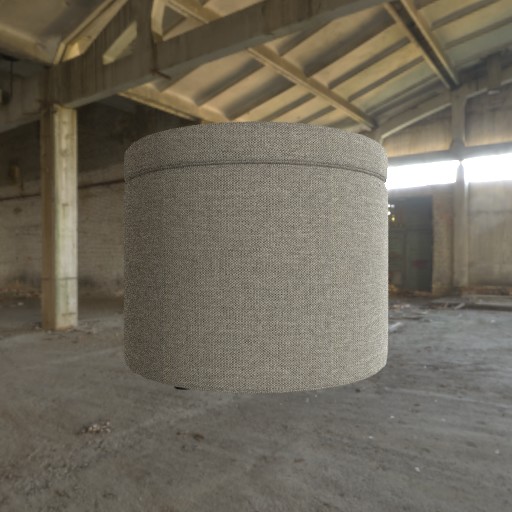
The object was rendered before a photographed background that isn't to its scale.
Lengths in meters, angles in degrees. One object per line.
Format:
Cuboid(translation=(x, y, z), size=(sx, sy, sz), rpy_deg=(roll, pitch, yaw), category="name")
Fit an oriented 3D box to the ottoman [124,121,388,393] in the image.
Cuboid(translation=(0.000, 0.000, 0.874), size=(0.500, 0.419, 0.500), rpy_deg=(0, 0, 0), category="ottoman")
